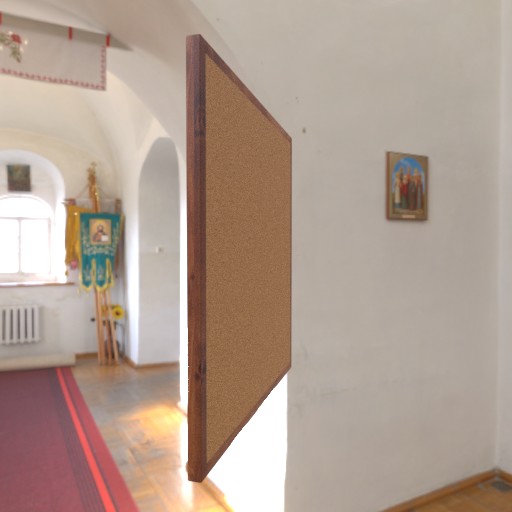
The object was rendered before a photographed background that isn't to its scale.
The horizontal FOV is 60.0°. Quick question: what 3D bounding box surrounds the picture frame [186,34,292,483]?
[{"bbox_3d":[0.000,0.000,1.196,0.029,0.817,0.810,0,1,16],"label":"picture frame"}]
